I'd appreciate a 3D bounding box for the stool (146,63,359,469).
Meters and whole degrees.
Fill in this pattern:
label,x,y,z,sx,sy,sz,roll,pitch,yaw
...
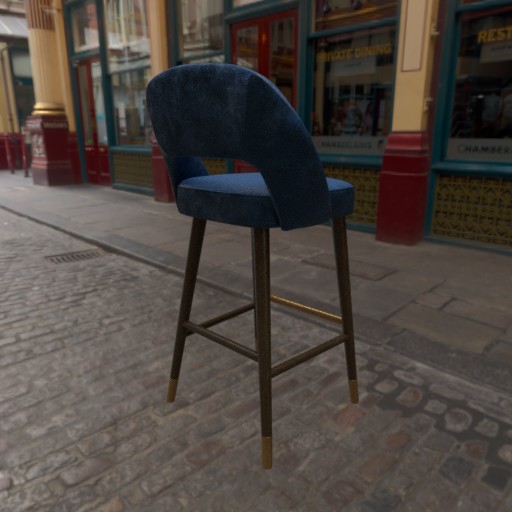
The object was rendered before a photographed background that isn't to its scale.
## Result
label,x,y,z,sx,sy,sz,roll,pitch,yaw
stool,0.000,0.000,1.329,0.514,1.016,0.515,14,20,43
